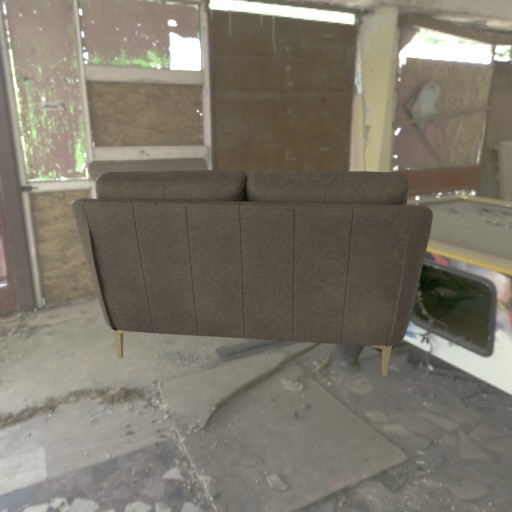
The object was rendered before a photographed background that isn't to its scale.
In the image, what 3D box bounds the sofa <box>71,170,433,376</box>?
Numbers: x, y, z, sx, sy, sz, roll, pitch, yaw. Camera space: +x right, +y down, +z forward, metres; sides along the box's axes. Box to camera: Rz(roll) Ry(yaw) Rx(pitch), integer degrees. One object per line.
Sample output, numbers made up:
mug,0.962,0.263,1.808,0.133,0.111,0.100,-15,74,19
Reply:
sofa,0.000,0.000,2.248,1.619,0.902,0.960,2,16,7
